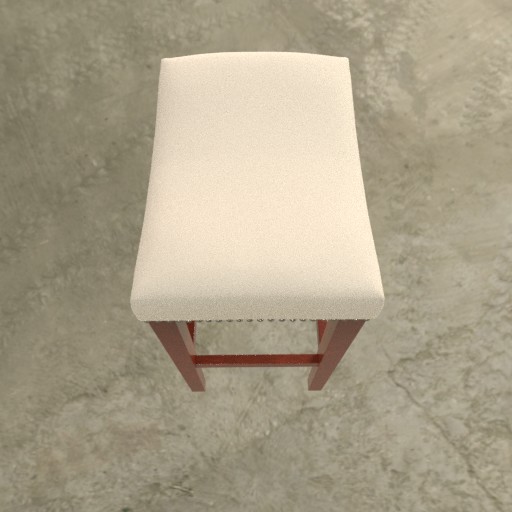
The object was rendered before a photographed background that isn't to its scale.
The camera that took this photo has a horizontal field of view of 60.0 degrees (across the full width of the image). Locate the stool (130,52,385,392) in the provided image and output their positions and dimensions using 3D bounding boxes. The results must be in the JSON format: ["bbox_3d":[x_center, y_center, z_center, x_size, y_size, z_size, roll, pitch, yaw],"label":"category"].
[{"bbox_3d":[0.000,0.000,1.029,0.372,0.742,0.504,0,63,0],"label":"stool"}]
